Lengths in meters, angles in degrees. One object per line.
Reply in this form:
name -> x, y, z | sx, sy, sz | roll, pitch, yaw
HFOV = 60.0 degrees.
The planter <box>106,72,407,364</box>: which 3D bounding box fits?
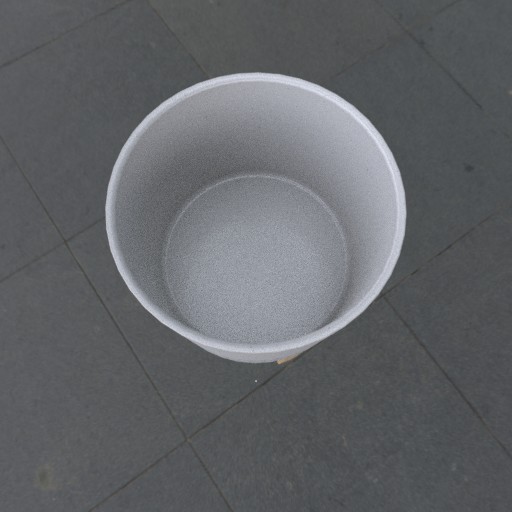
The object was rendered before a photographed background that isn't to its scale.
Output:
planter -> 0.000, 0.000, 0.531 | 0.249, 0.343, 0.249 | 0, 74, 0
